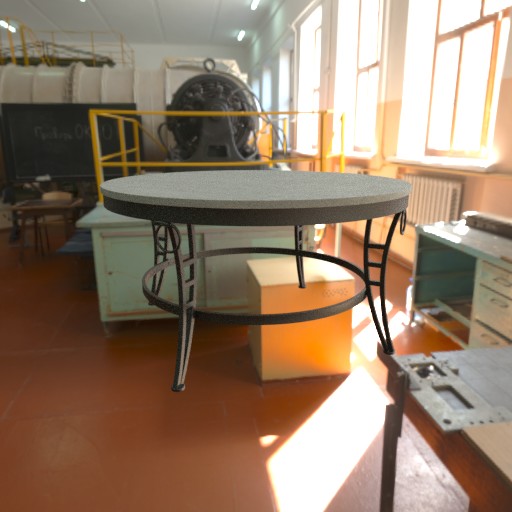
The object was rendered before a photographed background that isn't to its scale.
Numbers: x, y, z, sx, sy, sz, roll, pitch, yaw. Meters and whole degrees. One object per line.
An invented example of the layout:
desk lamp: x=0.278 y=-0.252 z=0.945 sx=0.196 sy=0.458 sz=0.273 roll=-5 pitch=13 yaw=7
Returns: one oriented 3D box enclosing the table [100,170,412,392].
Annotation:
table: x=0.000 y=0.000 z=1.393 sx=0.889 sy=0.470 sz=0.889 roll=0 pitch=15 yaw=0
